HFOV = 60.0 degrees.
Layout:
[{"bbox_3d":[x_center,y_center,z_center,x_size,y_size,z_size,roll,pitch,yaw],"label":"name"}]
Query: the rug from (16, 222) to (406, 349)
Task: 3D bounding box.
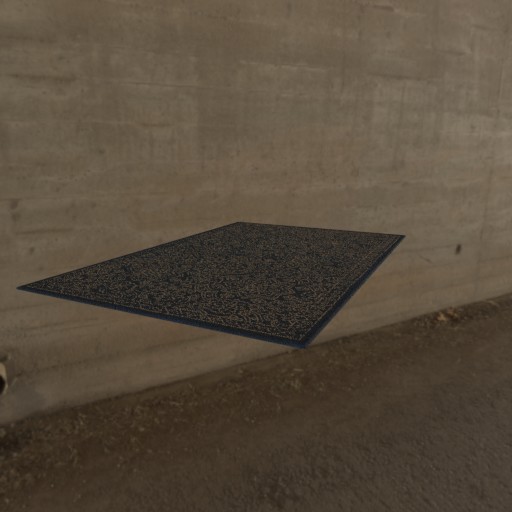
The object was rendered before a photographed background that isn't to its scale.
[{"bbox_3d":[0.000,0.000,2.285,1.219,0.010,1.829,7,15,26],"label":"rug"}]
